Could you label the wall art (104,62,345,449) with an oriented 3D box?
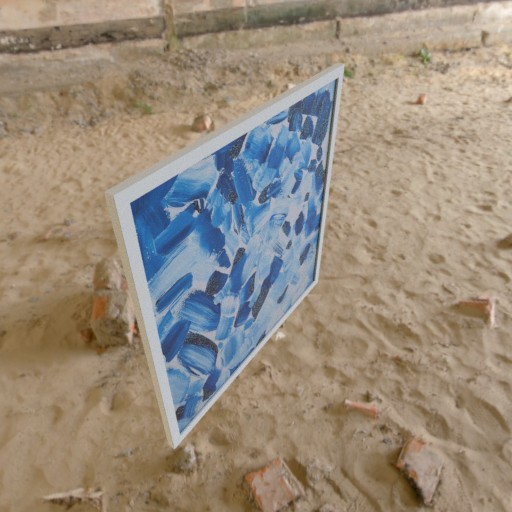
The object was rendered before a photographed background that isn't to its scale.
[{"bbox_3d":[0.000,0.000,0.683,0.012,0.457,0.457,24,46,26],"label":"wall art"}]
